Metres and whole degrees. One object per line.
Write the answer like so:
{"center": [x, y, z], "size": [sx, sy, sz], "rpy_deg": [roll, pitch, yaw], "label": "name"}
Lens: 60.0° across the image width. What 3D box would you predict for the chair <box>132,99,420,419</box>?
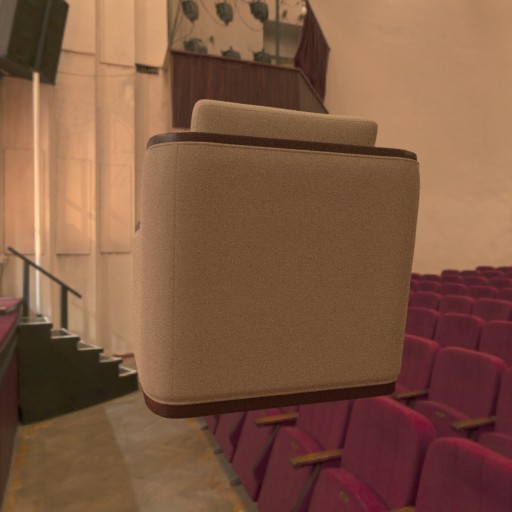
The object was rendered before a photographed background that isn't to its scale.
{"center": [0.000, 0.000, 1.657], "size": [0.870, 0.930, 0.950], "rpy_deg": [0, 0, -18], "label": "chair"}
